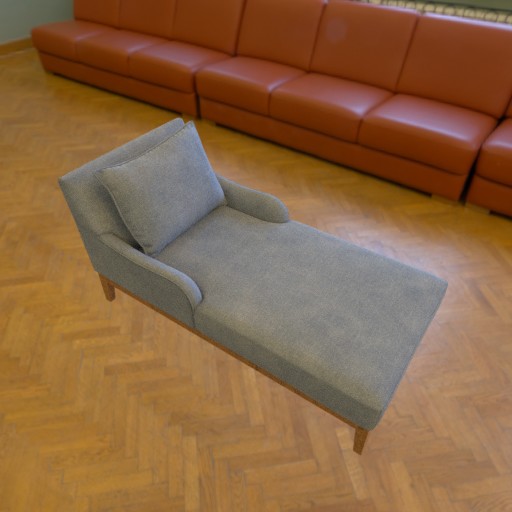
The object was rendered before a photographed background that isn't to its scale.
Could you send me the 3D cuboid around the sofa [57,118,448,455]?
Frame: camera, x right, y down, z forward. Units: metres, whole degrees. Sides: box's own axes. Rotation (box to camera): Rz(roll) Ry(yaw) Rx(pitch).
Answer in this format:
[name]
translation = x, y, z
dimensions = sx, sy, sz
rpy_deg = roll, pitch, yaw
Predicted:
[sofa]
translation = 0.000, 0.000, 2.310
dimensions = 1.779, 0.883, 0.904
rpy_deg = 24, 47, 25
